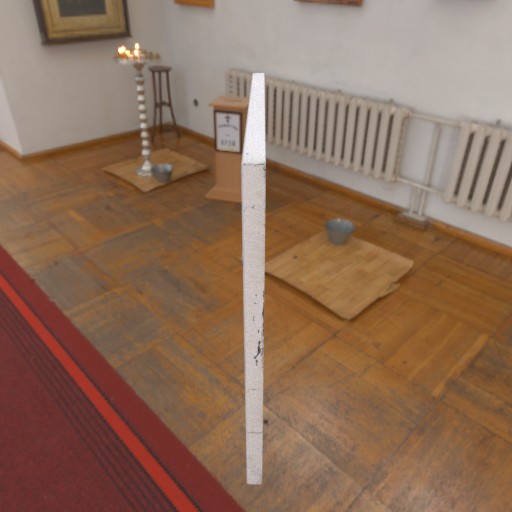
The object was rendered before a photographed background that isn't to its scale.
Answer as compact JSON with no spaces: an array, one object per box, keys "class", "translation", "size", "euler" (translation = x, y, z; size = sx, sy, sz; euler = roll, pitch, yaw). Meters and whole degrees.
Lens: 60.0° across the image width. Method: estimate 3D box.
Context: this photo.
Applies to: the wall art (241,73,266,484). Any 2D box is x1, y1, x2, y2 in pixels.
[{"class":"wall art","translation":[0.000,0.000,1.137],"size":[0.038,0.762,0.762],"euler":[0,31,1]}]
